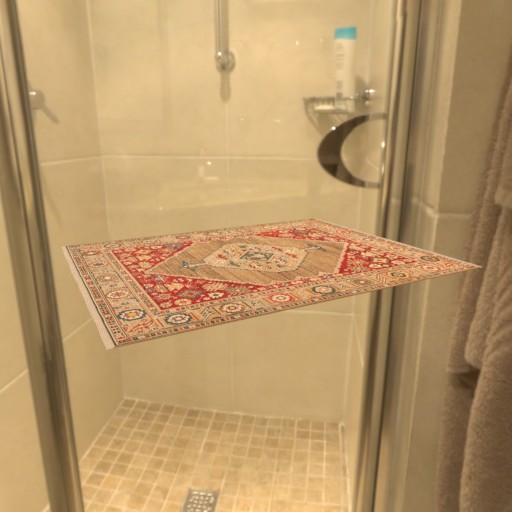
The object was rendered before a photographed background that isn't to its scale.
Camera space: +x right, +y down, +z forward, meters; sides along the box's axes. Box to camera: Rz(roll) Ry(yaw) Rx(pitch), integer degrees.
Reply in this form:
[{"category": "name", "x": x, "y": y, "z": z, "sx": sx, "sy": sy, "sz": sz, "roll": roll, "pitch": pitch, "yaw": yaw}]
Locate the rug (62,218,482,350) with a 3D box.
[{"category": "rug", "x": 0.000, "y": 0.000, "z": 4.128, "sx": 3.143, "sy": 0.008, "sz": 2.451, "roll": -8, "pitch": 18, "yaw": -27}]
